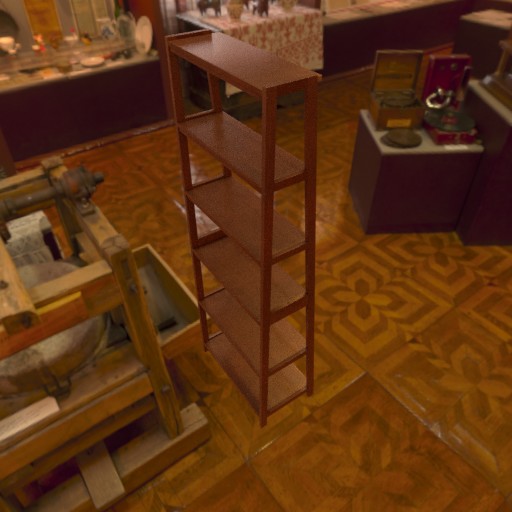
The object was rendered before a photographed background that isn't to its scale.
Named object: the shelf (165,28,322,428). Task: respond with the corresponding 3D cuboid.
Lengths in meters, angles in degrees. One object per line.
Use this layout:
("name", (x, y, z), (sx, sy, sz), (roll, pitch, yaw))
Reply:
("shelf", (0.000, 0.000, 2.153), (0.382, 1.892, 0.660), (-24, 46, -26))
